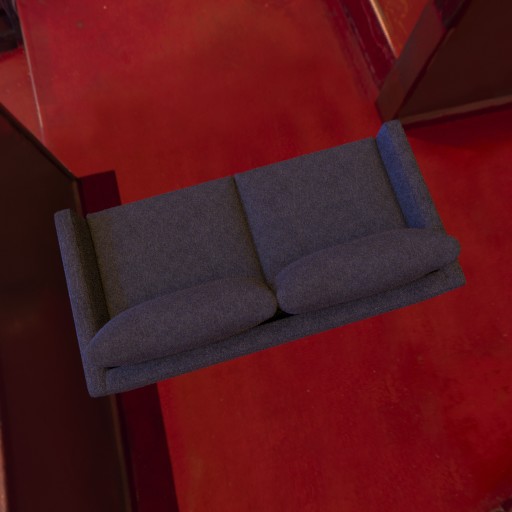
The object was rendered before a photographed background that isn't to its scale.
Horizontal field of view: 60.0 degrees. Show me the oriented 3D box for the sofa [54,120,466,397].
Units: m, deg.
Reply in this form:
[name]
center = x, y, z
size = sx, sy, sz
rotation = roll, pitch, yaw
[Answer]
[sofa]
center = 0.000, 0.000, 2.167
size = 1.716, 0.862, 0.866
rotation = -16, 77, -4
